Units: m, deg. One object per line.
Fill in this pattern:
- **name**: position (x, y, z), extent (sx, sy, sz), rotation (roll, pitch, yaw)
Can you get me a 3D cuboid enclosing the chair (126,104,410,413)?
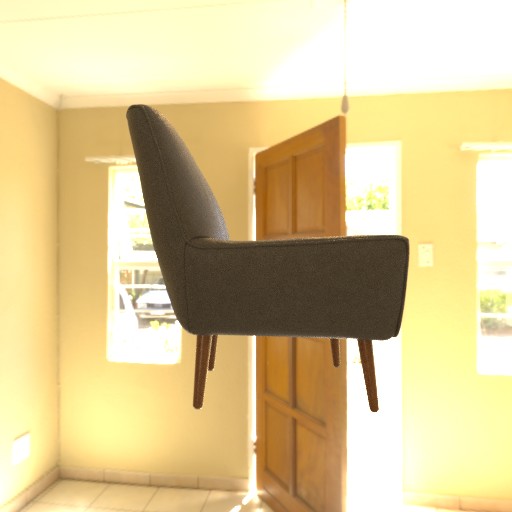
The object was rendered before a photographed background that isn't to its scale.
- **chair**: position (0.000, 0.000, 1.513), extent (0.822, 0.888, 0.787), rotation (0, -1, -1)
